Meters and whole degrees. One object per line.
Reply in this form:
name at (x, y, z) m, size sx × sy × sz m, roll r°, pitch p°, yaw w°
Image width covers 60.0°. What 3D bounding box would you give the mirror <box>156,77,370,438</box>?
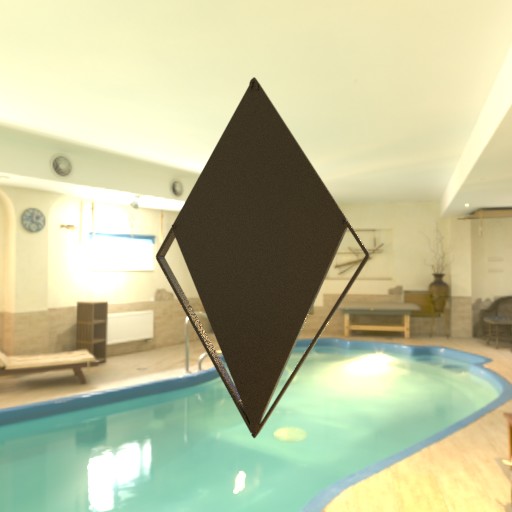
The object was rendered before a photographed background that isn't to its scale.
mirror at (0.000, 0.000, 0.844) m, size 0.419 × 0.679 × 0.032 m, roll 0°, pitch -2°, yaw 18°
